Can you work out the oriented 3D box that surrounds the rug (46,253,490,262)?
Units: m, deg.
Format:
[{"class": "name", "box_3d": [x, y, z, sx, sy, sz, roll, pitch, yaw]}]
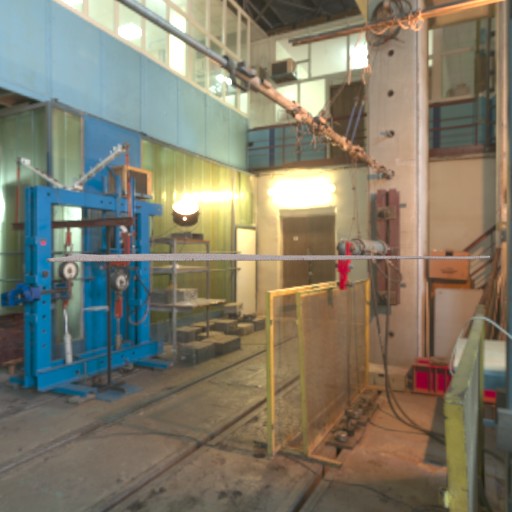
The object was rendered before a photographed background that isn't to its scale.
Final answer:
[{"class": "rug", "box_3d": [0.000, 0.000, 2.291, 1.837, 0.025, 1.230, 0, 0, -19]}]
